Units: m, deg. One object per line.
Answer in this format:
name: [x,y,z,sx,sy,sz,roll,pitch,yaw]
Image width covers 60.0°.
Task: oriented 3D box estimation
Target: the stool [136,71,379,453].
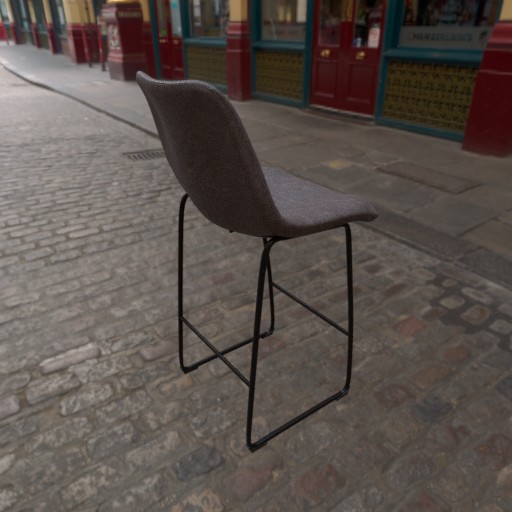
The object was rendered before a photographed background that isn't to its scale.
stool: [0.000,0.000,1.395,0.561,1.082,0.514,-18,32,-32]
